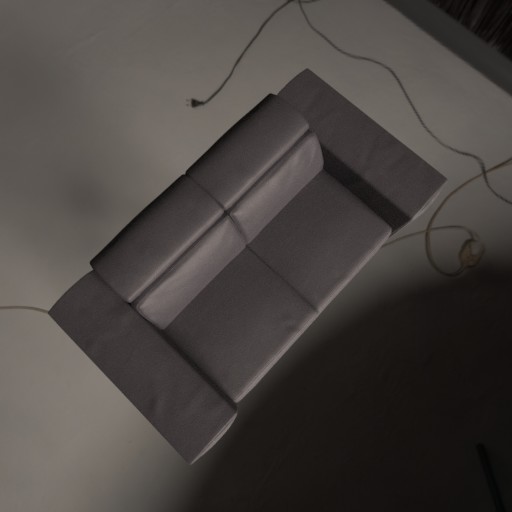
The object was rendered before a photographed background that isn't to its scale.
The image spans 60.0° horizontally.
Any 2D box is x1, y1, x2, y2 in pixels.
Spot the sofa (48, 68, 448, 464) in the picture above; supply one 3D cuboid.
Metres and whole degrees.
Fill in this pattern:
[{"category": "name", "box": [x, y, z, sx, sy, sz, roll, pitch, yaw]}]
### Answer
[{"category": "sofa", "box": [0.000, 0.000, 2.420, 1.003, 0.779, 1.895, 42, 79, 10]}]
